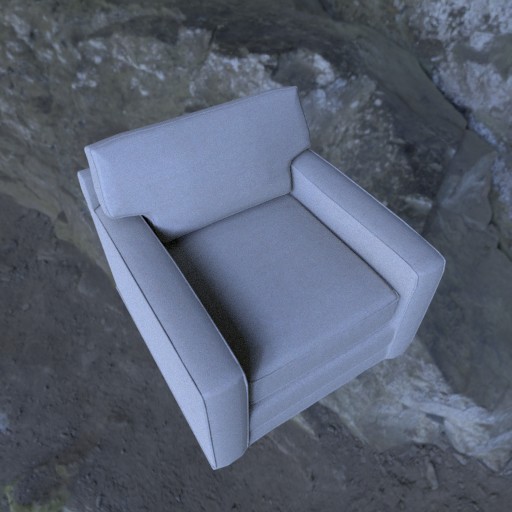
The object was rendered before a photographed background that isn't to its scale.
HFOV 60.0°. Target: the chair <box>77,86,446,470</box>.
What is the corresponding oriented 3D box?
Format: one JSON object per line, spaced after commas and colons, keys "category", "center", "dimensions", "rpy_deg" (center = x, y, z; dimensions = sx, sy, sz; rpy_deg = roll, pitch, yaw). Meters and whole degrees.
{"category": "chair", "center": [0.000, 0.000, 1.793], "dimensions": [0.998, 0.913, 1.043], "rpy_deg": [-25, 51, -22]}
